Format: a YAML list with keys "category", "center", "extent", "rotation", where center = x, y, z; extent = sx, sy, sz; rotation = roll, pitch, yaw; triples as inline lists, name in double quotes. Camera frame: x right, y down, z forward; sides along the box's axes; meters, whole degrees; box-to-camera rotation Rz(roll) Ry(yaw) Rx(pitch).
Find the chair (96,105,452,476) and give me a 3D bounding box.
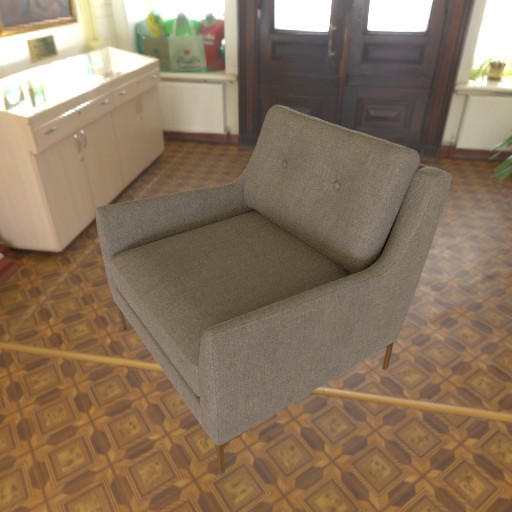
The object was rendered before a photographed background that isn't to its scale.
- category: "chair"
  center: [0.000, 0.000, 1.553]
  extent: [0.849, 0.828, 0.847]
  rotation: [-21, 38, -29]
